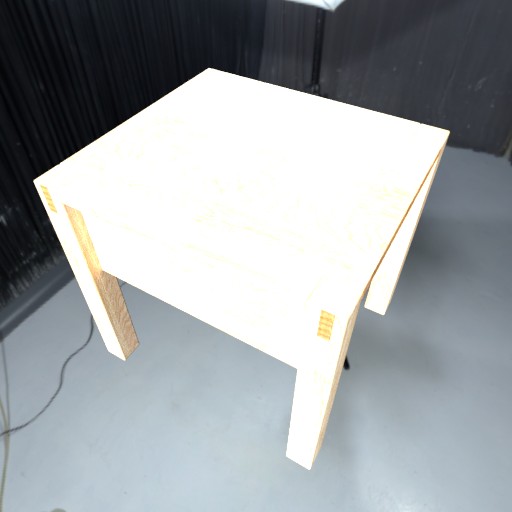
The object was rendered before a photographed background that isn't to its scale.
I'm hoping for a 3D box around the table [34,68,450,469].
[{"bbox_3d":[0.000,0.000,0.840,0.480,0.450,0.440,23,50,21],"label":"table"}]
